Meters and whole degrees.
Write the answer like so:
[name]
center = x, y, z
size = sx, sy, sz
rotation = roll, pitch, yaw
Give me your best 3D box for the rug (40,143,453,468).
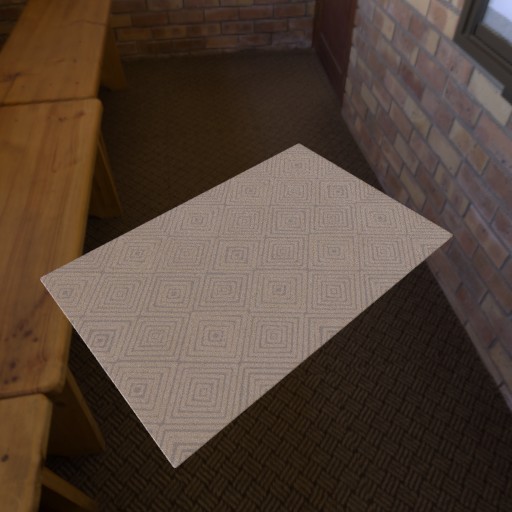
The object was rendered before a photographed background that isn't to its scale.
[rug]
center = 0.000, 0.000, 2.226
size = 1.753, 0.008, 1.143
rotation = -33, 55, -27
